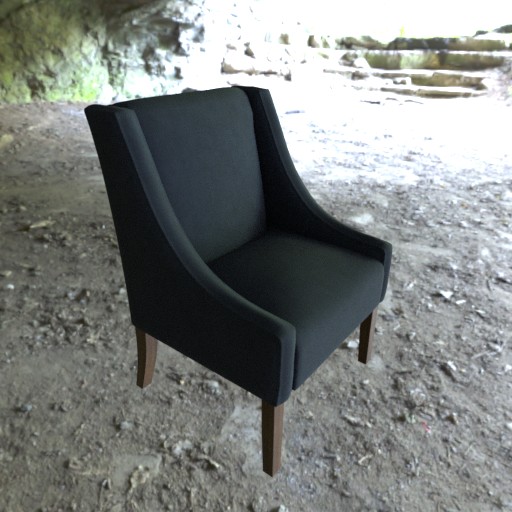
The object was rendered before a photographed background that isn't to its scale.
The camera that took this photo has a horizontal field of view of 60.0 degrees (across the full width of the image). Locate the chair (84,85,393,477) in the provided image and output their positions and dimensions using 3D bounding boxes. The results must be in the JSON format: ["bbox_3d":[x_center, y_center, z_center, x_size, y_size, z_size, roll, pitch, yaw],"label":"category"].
[{"bbox_3d":[0.000,0.000,1.334,0.629,0.895,0.629,19,33,33],"label":"chair"}]
